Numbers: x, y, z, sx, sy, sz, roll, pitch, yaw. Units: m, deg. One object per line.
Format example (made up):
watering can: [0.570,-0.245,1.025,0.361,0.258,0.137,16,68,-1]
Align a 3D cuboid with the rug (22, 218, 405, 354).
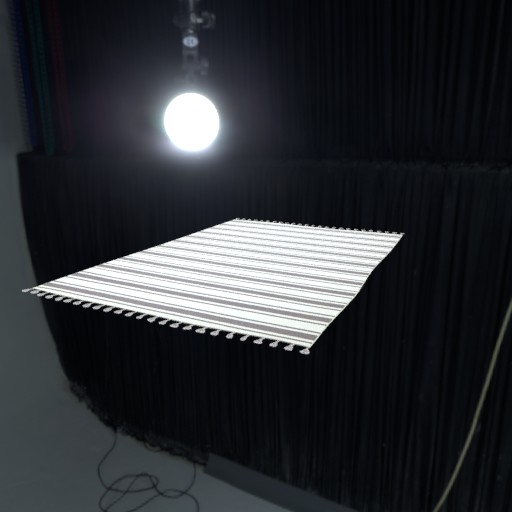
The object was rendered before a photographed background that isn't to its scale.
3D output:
rug: [0.000,0.000,3.835,2.030,0.017,3.040,7,17,25]
